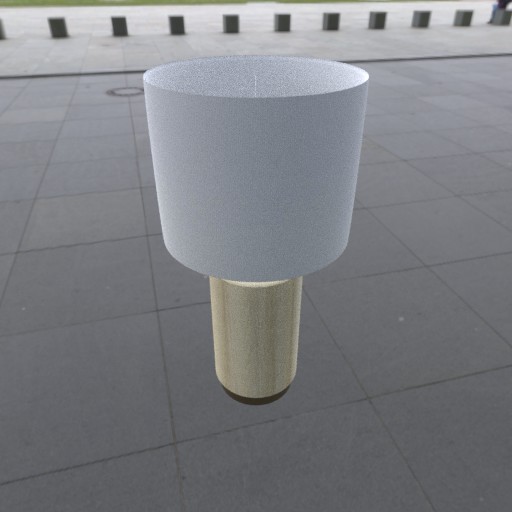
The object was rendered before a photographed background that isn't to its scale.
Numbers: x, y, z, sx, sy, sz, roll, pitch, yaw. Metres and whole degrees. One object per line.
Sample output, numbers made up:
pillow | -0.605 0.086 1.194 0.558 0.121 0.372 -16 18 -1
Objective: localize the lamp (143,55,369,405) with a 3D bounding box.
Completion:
lamp | 0.000 0.000 0.571 0.228 0.444 0.228 0 32 0
